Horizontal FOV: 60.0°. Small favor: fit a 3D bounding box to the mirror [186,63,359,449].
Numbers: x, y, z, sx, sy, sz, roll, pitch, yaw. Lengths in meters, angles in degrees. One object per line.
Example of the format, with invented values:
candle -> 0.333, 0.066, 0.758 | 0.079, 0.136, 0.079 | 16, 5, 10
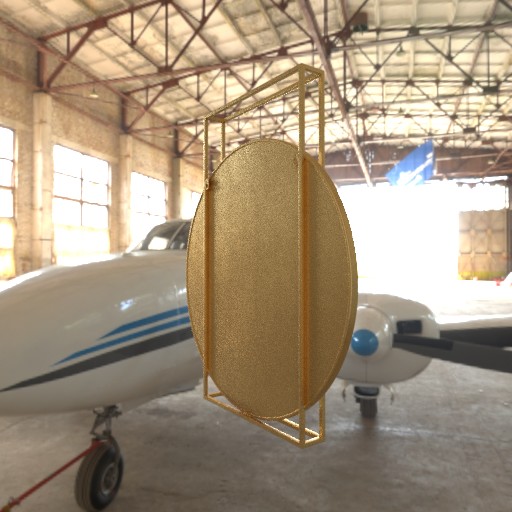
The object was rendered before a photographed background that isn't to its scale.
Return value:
mirror -> 0.000, 0.000, 0.834 | 0.051, 0.603, 0.508 | 1, -1, -36
